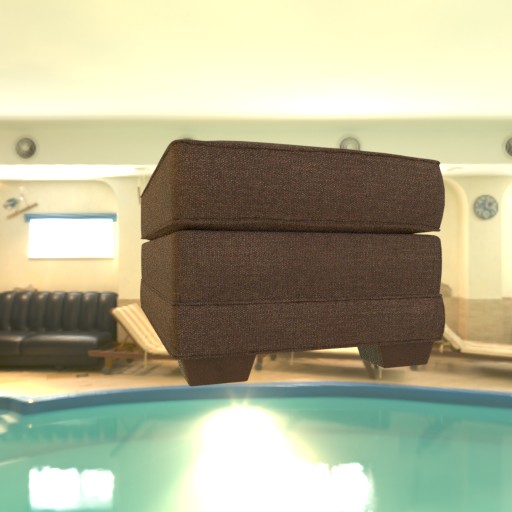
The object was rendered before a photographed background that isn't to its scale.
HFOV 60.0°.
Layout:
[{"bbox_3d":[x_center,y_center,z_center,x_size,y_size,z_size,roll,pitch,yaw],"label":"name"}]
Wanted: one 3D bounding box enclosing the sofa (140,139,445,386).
[{"bbox_3d":[0.000,0.000,1.230,0.578,0.457,0.854,0,0,-18],"label":"sofa"}]
